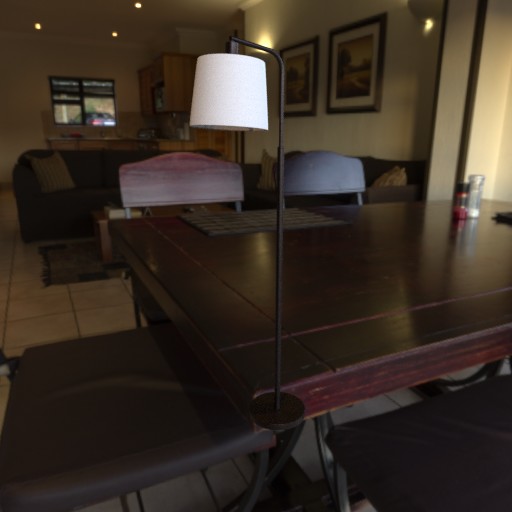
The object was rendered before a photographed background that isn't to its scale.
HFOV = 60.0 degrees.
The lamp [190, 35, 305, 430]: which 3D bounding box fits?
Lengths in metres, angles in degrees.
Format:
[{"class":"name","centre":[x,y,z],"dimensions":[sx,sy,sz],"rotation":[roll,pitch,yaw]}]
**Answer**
[{"class":"lamp","centre":[0.000,0.000,1.664],"dimensions":[0.254,1.478,0.508],"rotation":[15,21,43]}]
